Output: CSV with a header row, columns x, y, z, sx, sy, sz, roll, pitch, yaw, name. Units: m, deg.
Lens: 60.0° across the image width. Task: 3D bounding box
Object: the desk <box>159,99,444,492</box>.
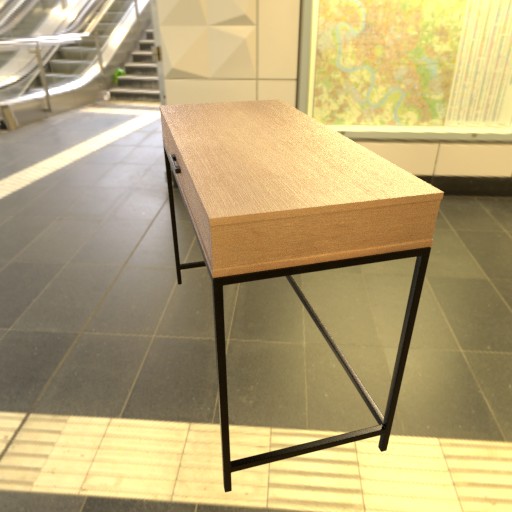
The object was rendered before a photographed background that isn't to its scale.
x,y,z,sx,sy,sz,roll,pitch,yaw,name
0.000,0.000,1.412,0.470,0.762,1.016,-8,30,-13,desk
